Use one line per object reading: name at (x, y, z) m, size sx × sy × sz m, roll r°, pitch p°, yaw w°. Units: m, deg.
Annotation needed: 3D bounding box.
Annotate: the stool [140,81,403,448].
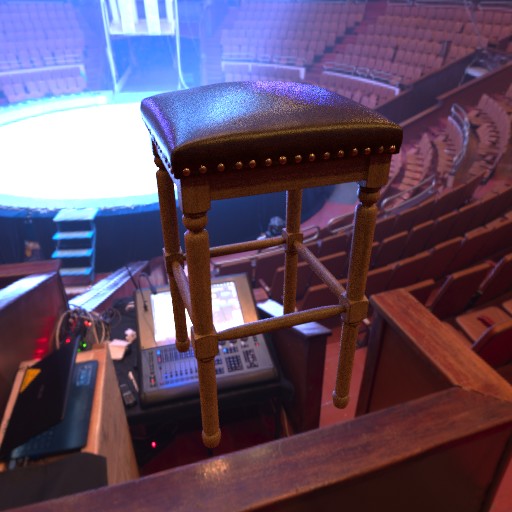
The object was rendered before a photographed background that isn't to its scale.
stool at (0.000, 0.000, 0.964) m, size 0.382 × 0.702 × 0.383 m, roll -10°, pitch 32°, yaw -17°
